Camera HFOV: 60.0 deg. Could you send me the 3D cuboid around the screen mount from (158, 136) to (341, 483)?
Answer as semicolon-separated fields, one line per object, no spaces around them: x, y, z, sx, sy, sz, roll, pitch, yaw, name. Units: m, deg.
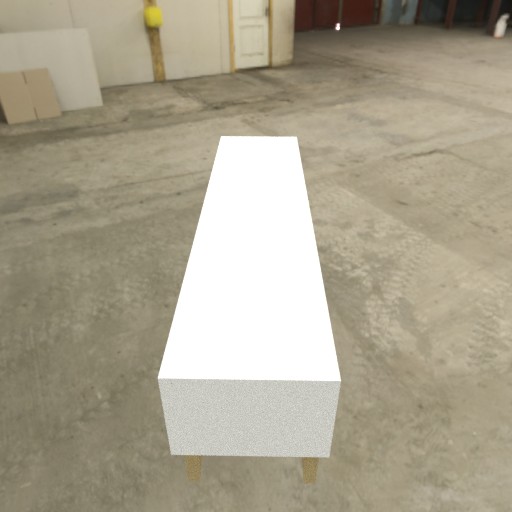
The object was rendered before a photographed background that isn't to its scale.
0.000;0.000;1.769;0.399;0.432;1.644;1;33;1;screen mount
